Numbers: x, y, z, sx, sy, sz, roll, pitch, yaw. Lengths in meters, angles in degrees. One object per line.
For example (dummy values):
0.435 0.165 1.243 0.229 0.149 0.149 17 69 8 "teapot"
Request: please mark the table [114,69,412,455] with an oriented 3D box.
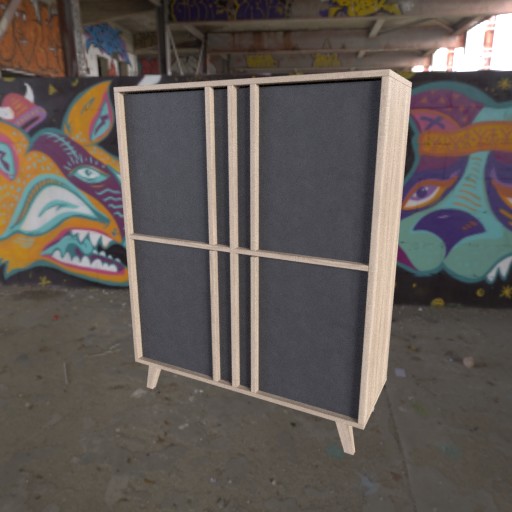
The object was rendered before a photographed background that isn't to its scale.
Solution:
0.000 0.000 1.919 1.111 1.388 0.398 8 17 27 "table"
